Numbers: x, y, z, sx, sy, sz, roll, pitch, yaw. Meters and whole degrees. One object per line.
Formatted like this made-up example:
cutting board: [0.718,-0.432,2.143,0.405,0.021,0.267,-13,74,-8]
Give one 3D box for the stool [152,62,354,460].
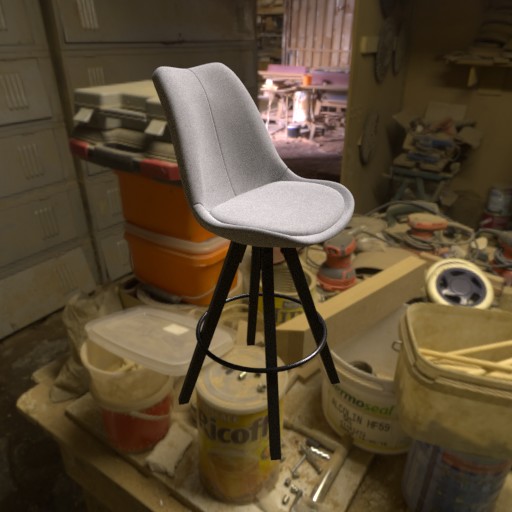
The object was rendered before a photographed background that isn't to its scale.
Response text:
stool: [0.000,0.000,1.425,0.550,1.115,0.485,18,32,31]
